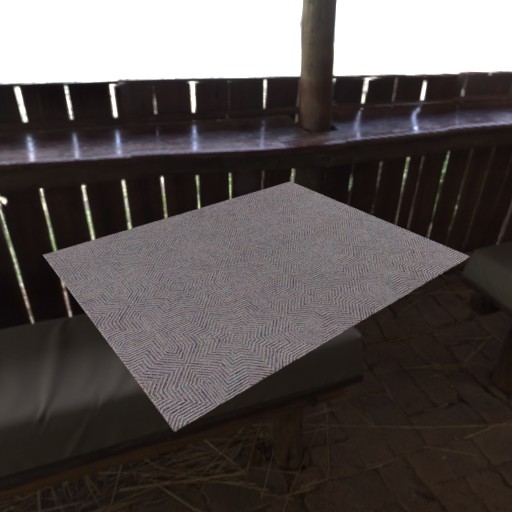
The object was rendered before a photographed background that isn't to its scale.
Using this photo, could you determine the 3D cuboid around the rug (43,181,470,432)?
[{"bbox_3d":[0.000,0.000,4.048,3.046,0.008,2.442,-22,37,-32],"label":"rug"}]
